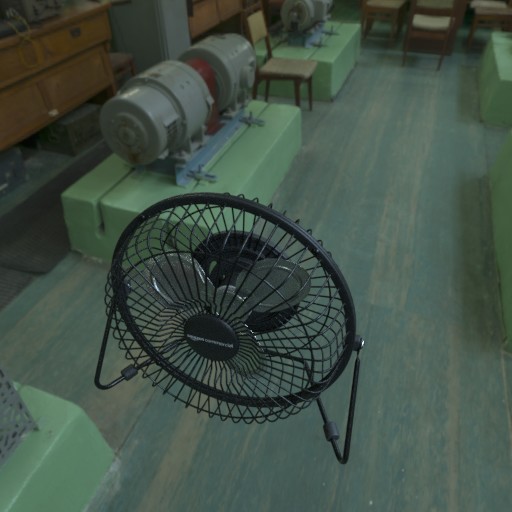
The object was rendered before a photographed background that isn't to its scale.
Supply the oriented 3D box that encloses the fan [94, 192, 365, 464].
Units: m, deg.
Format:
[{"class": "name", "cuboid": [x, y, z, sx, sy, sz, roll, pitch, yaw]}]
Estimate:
[{"class": "fan", "cuboid": [0.000, 0.000, 0.372, 0.209, 0.188, 0.227, 12, 41, 14]}]
